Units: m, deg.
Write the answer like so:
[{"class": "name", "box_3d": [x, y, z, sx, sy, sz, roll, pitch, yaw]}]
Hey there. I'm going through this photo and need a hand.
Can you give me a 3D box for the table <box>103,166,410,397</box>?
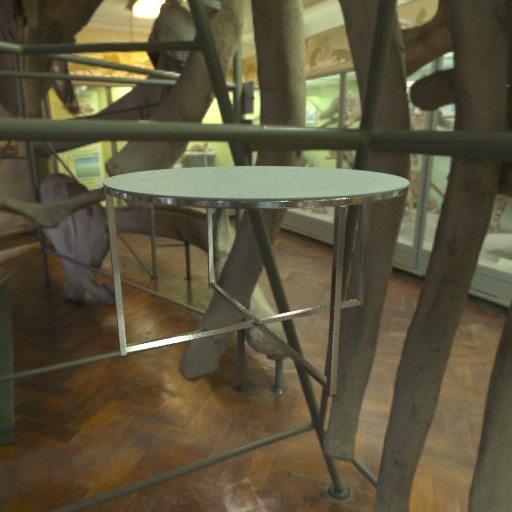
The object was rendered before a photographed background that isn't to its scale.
[{"class": "table", "box_3d": [0.000, 0.000, 1.278, 0.800, 0.450, 0.800, 0, 16, 0]}]
